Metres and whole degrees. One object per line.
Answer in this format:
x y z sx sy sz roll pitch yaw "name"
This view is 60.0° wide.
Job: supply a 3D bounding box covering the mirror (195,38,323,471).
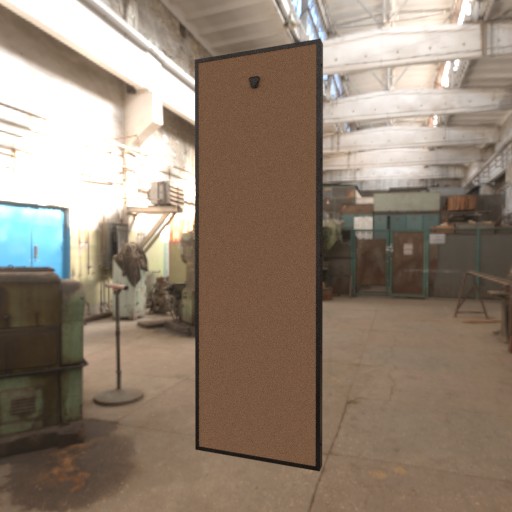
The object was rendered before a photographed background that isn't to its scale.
0.000 0.000 1.172 0.354 1.080 0.042 0 1 20 "mirror"
